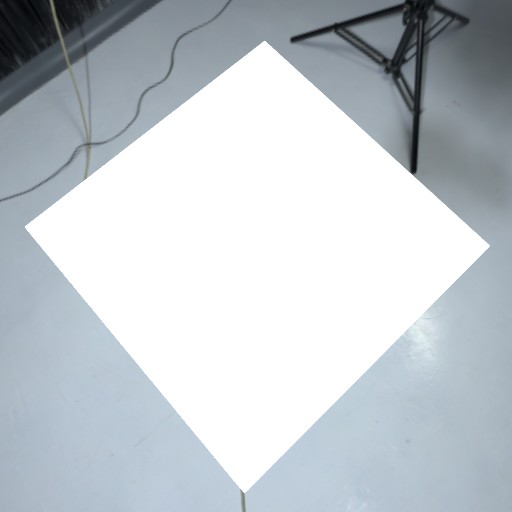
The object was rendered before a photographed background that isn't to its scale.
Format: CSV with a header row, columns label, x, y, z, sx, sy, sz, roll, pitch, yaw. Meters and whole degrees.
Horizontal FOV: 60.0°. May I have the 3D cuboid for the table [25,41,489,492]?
label,x,y,z,sx,sy,sz,roll,pitch,yaw
table,0.000,0.000,1.053,0.670,0.305,0.670,-42,79,-10
